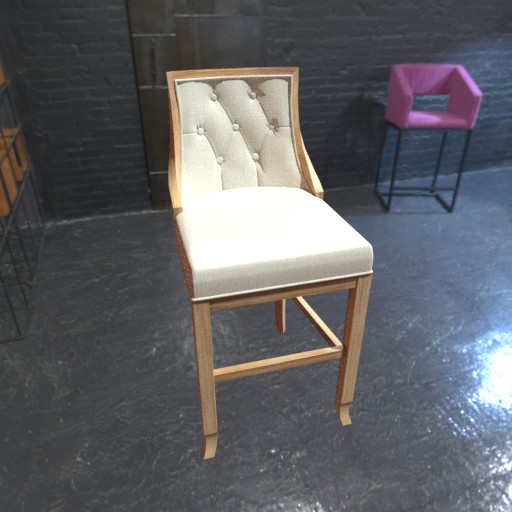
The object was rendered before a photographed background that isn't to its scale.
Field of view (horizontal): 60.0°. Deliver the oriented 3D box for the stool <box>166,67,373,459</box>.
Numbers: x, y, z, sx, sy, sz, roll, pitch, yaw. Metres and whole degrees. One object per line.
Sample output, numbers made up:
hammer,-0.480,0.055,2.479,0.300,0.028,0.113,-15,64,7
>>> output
stool,0.000,0.000,1.486,0.524,1.101,0.626,-8,31,-13
